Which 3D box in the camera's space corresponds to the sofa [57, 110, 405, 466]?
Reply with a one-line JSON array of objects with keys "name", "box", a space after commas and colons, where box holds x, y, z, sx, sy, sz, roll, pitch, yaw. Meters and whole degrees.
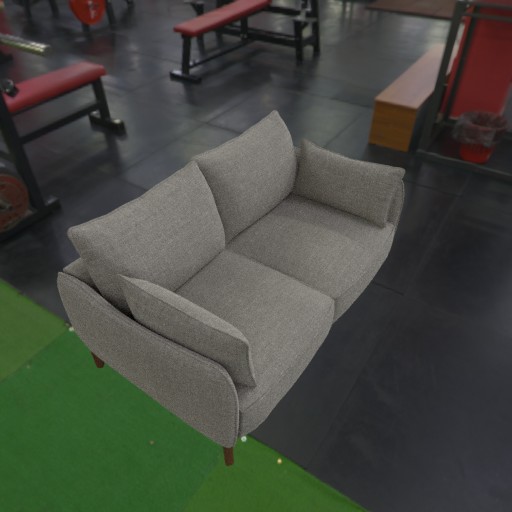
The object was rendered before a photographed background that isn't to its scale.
[{"name": "sofa", "box": [0.000, 0.000, 2.180, 0.972, 0.851, 1.580, 25, 47, 26]}]
